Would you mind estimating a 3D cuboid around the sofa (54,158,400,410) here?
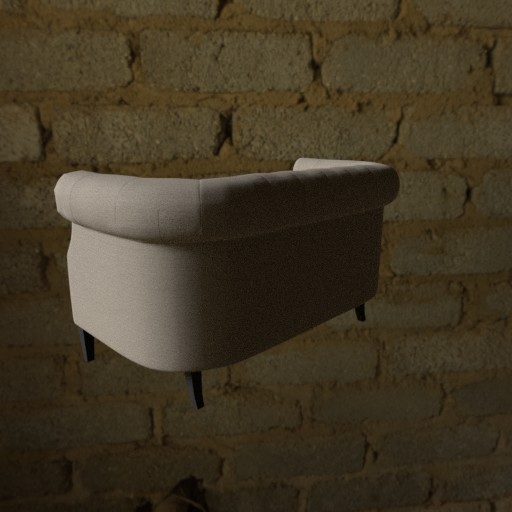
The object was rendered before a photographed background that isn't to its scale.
[{"bbox_3d":[0.000,0.000,2.049,0.835,0.827,1.558,15,21,43],"label":"sofa"}]
